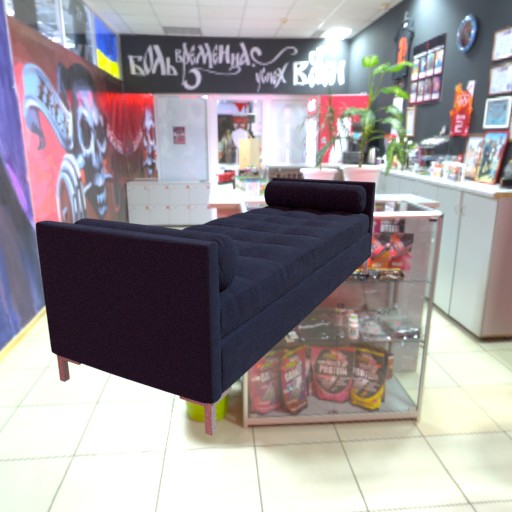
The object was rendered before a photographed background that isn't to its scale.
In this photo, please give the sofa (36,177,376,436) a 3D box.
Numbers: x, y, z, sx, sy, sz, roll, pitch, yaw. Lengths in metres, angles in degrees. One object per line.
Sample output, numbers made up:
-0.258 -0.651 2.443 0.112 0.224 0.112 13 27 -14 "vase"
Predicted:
0.000 0.000 2.428 0.797 0.657 2.102 8 17 27 "sofa"
